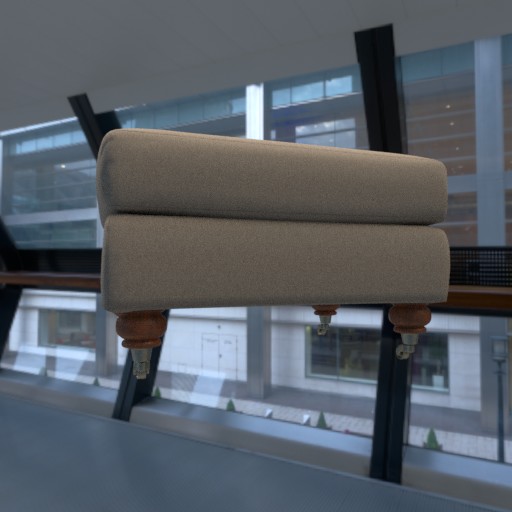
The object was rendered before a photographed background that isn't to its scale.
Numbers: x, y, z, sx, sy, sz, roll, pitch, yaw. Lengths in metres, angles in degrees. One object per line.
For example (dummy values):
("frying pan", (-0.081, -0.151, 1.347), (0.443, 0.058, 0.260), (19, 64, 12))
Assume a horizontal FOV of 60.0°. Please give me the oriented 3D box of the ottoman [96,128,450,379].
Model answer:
("ottoman", (0.000, 0.000, 1.139), (0.773, 0.497, 0.574), (1, -2, -19))
